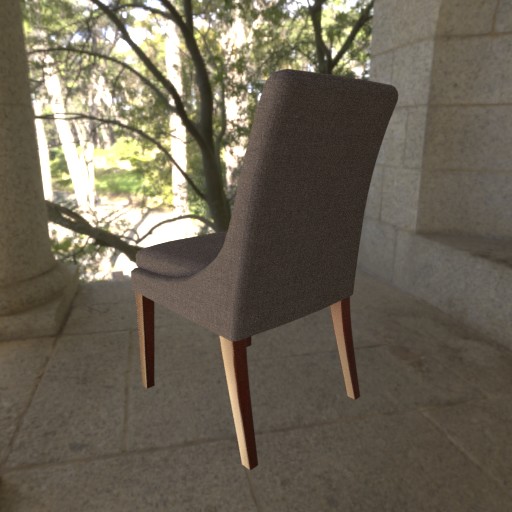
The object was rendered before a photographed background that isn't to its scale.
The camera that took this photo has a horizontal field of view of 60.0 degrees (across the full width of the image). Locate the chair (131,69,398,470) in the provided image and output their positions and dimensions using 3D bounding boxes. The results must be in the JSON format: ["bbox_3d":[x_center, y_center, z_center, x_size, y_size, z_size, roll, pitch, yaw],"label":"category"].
[{"bbox_3d":[0.000,0.000,1.338,0.508,0.952,0.655,-13,20,-42],"label":"chair"}]
